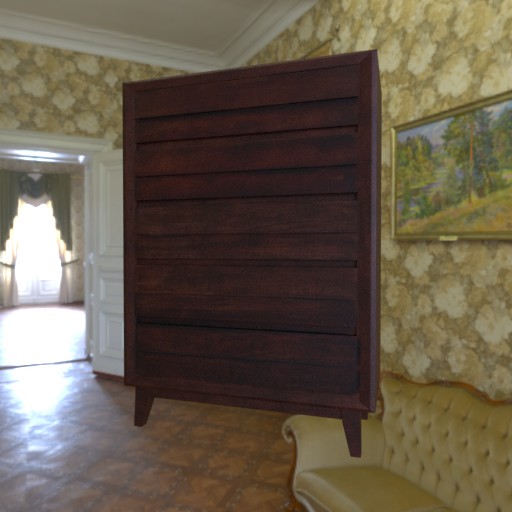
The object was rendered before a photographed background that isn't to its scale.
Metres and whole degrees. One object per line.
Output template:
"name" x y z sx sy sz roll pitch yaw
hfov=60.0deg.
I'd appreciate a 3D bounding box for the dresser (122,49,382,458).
"dresser" 0.000 0.000 2.008 1.072 1.514 0.506 0 1 18
